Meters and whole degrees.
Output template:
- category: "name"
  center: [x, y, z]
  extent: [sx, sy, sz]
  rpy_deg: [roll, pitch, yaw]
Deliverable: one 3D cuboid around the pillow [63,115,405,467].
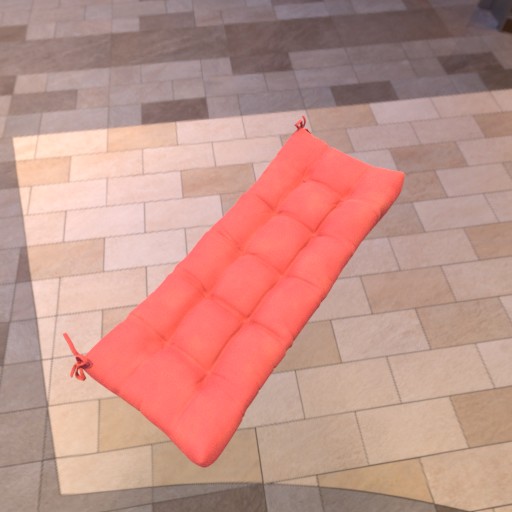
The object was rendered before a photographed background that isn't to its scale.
- category: "pillow"
  center: [0.000, 0.000, 1.386]
  extent: [0.511, 0.174, 1.194]
  rpy_deg: [31, 63, 18]
